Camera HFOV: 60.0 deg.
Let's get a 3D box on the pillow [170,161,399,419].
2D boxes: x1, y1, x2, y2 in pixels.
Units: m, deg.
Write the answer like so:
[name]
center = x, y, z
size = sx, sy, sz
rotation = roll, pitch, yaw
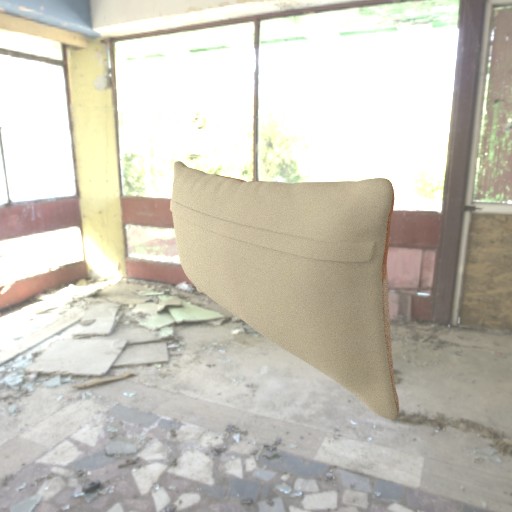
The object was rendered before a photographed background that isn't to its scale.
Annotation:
[pillow]
center = 0.000, 0.000, 0.719
size = 0.155, 0.292, 0.609
rotation = -7, 15, -29
